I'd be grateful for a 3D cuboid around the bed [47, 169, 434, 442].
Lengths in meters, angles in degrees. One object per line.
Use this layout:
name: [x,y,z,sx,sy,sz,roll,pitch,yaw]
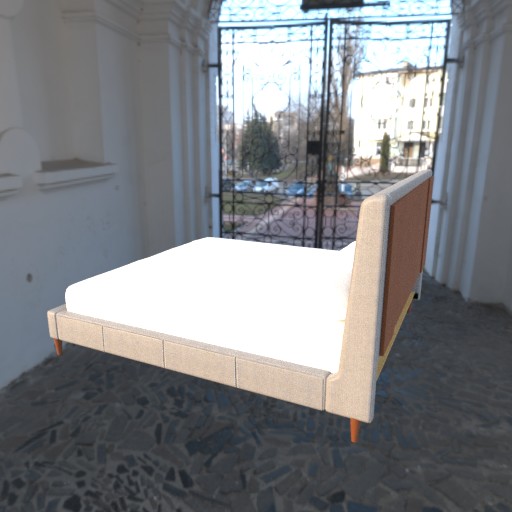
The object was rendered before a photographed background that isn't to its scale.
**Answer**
bed: [0.000,0.000,3.484,2.342,1.289,2.062,7,16,25]
